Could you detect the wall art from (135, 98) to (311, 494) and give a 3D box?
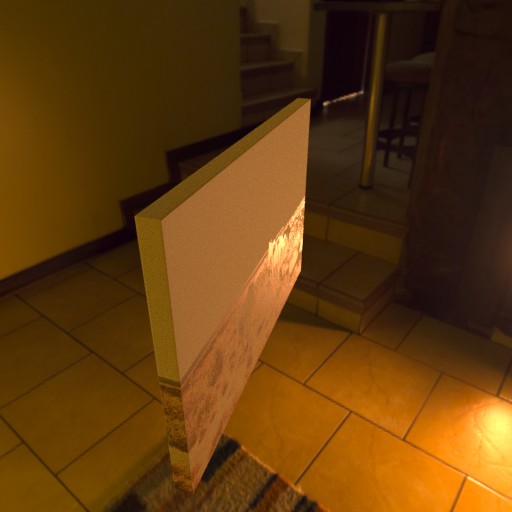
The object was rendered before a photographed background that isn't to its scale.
[{"bbox_3d":[0.000,0.000,1.402,0.051,0.761,1.138,10,31,16],"label":"wall art"}]
